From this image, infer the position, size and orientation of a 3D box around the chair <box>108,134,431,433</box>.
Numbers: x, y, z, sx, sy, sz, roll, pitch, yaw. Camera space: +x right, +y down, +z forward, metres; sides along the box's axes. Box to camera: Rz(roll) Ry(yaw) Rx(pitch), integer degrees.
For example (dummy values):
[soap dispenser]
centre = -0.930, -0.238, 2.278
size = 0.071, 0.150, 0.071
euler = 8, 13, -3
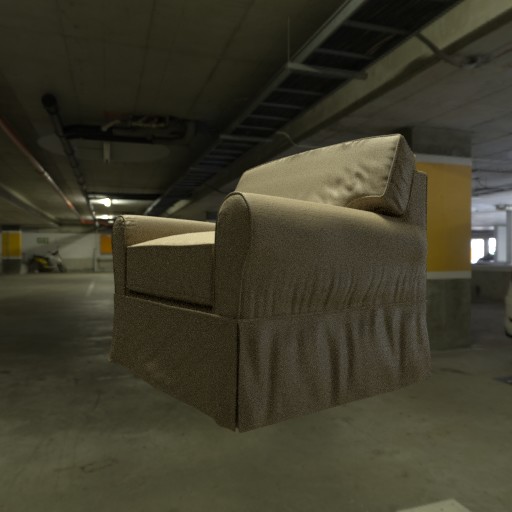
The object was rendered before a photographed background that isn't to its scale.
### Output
[chair]
centre = 0.000, 0.000, 1.804
size = 0.903, 0.937, 1.096
euler = 0, 1, -36
